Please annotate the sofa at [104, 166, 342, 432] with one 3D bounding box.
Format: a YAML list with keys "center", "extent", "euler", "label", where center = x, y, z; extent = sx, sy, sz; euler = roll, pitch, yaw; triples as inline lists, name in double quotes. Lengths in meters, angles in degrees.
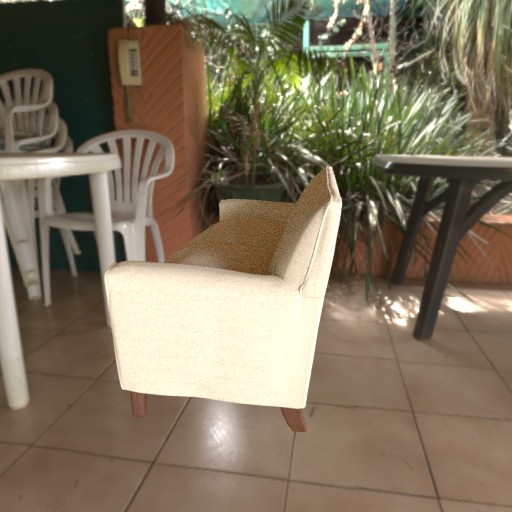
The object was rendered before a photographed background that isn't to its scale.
- center: [0.000, 0.000, 2.481]
  extent: [0.841, 0.907, 2.001]
  euler: [2, 15, 8]
  label: "sofa"
